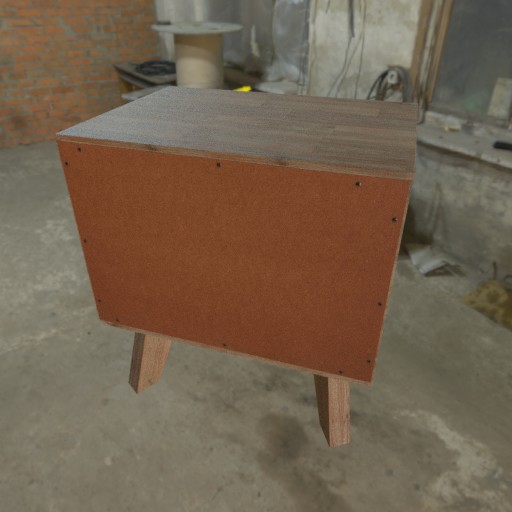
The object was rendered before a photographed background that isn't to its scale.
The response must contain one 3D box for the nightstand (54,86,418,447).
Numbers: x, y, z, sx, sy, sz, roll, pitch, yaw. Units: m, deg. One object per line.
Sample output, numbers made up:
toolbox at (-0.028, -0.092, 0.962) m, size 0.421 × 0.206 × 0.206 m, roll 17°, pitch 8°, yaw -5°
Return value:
nightstand at (0.000, 0.000, 0.952) m, size 0.552 × 0.589 × 0.396 m, roll 10°, pitch 33°, yaw 15°
